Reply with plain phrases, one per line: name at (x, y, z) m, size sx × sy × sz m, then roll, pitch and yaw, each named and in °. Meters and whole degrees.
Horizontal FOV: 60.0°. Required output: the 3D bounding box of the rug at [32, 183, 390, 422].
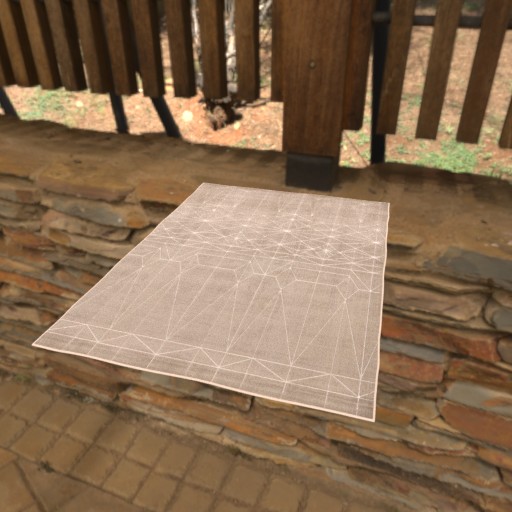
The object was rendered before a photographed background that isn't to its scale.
rug at (0.000, 0.000, 4.321) m, size 2.449 × 0.019 × 3.357 m, roll 8°, pitch 32°, yaw 14°
